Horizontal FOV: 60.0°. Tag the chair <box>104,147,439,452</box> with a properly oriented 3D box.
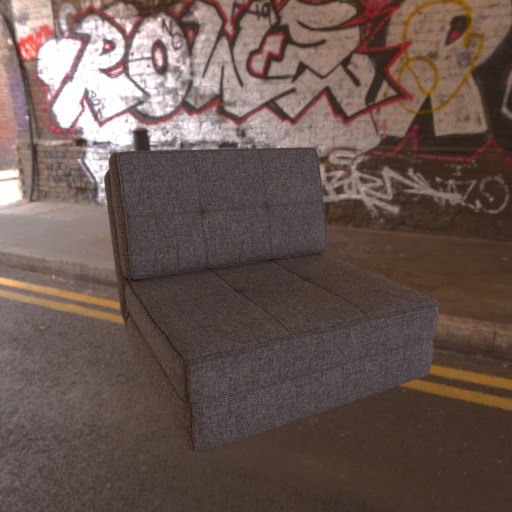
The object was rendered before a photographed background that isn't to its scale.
[{"bbox_3d":[0.000,0.000,1.341,0.740,0.615,0.800,-8,18,-26],"label":"chair"}]
